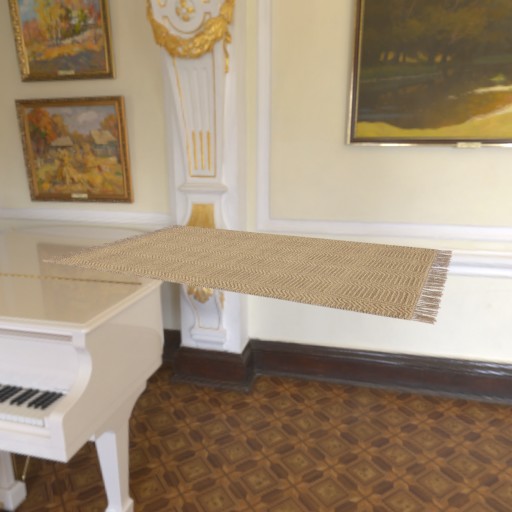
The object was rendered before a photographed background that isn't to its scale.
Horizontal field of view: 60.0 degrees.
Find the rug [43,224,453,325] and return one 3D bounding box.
[{"bbox_3d":[0.000,0.000,3.147,2.523,0.034,1.528,7,16,25],"label":"rug"}]
